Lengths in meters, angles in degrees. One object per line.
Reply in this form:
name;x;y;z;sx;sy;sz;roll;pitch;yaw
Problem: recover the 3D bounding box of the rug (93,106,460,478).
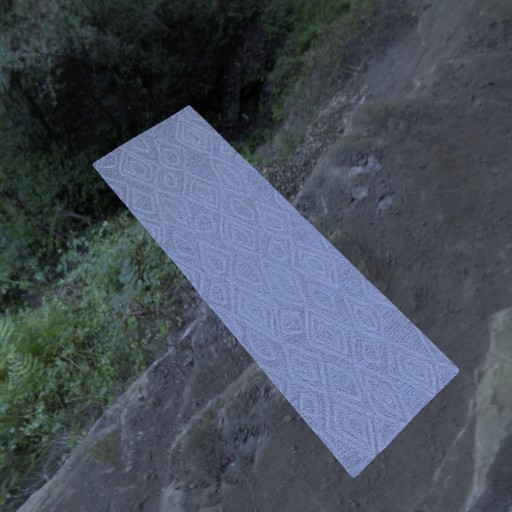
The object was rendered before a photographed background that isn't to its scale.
rug;0.000;0.000;2.639;0.807;0.013;2.436;-37;70;-16
